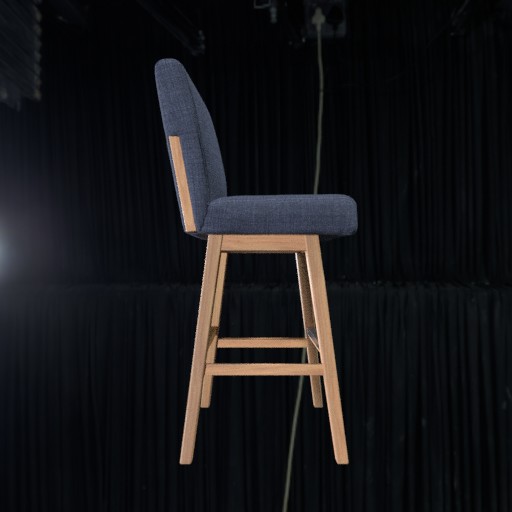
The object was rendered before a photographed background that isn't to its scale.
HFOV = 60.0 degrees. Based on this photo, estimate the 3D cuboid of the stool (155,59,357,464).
[{"bbox_3d":[0.000,0.000,1.423,0.570,1.112,0.483,0,0,0],"label":"stool"}]
